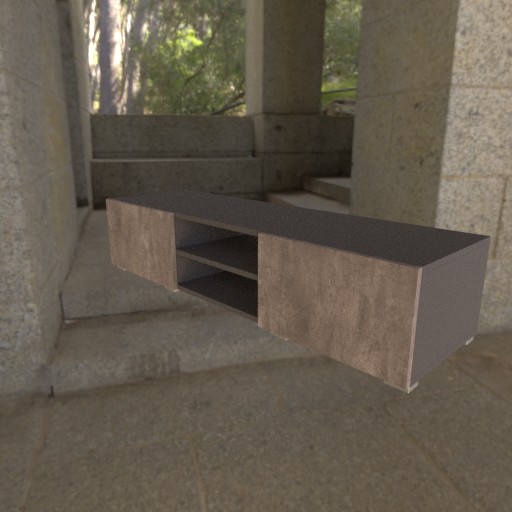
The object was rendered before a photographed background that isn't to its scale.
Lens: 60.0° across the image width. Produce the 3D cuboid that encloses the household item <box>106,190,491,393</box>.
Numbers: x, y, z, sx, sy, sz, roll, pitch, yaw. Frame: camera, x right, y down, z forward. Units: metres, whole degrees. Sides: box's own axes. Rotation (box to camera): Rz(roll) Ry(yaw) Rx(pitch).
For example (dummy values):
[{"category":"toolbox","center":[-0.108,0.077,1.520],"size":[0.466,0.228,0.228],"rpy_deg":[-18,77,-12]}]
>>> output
[{"category":"household item","center":[0.000,0.000,1.588],"size":[0.420,0.310,1.400],"rpy_deg":[-15,21,-42]}]
